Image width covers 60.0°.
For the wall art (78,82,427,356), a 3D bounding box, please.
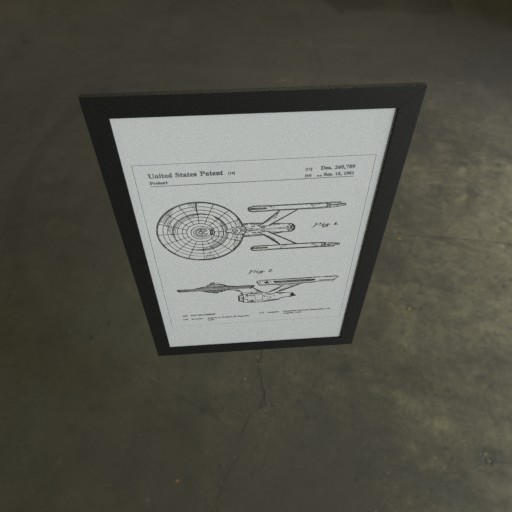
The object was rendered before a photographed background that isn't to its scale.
[{"bbox_3d":[0.000,0.000,0.676,0.379,0.530,0.008,-3,47,-3],"label":"wall art"}]
